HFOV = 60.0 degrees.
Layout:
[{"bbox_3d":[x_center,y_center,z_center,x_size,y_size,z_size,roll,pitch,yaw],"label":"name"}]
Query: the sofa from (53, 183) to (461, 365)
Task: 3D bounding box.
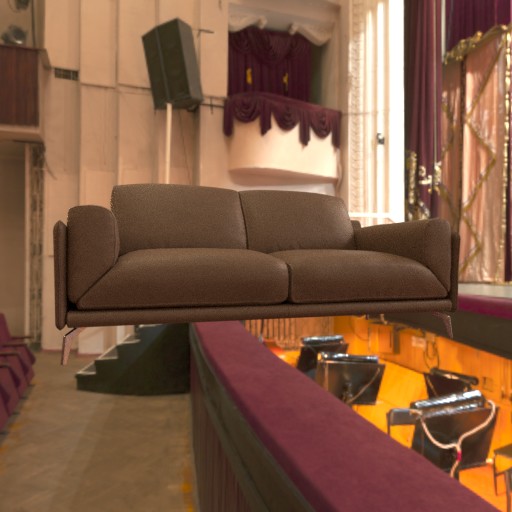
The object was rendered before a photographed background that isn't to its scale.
[{"bbox_3d":[0.000,0.000,2.619,2.101,0.930,1.049,0,-1,-19],"label":"sofa"}]
